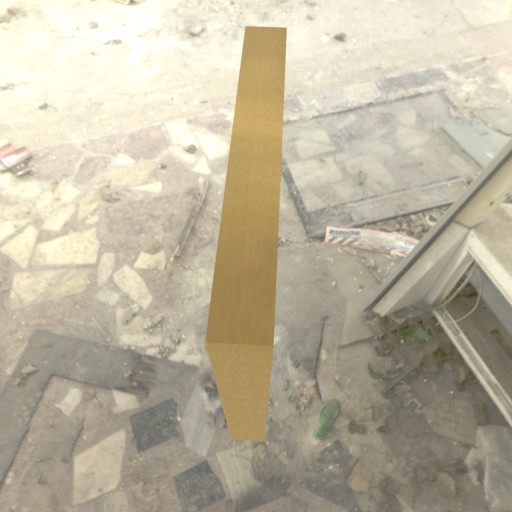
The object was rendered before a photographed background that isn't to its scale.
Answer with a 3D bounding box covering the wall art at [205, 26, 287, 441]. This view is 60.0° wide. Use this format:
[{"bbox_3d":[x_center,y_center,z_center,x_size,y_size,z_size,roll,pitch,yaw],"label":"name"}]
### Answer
[{"bbox_3d":[0.000,0.000,0.454,0.038,0.305,0.304,3,58,2],"label":"wall art"}]
